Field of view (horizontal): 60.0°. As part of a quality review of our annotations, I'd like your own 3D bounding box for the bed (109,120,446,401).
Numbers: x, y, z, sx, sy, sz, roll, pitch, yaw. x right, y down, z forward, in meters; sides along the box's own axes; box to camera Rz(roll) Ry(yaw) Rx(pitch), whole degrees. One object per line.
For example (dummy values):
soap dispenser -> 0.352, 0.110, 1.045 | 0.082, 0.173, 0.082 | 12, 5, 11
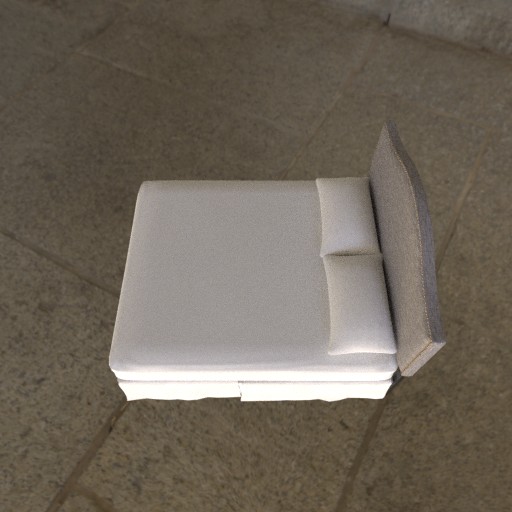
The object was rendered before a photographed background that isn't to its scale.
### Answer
bed -> 0.000, 0.000, 2.980 | 1.870, 1.295, 1.610 | 0, 59, 0
